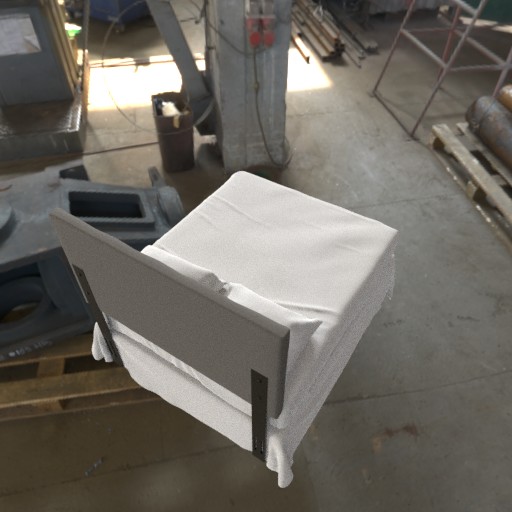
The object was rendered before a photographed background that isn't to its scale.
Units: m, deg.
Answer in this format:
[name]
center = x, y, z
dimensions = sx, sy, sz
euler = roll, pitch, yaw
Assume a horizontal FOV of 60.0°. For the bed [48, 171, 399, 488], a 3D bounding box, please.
[bed]
center = 0.000, 0.000, 3.457
dimensions = 1.936, 1.577, 2.222
euler = 25, 51, 22
